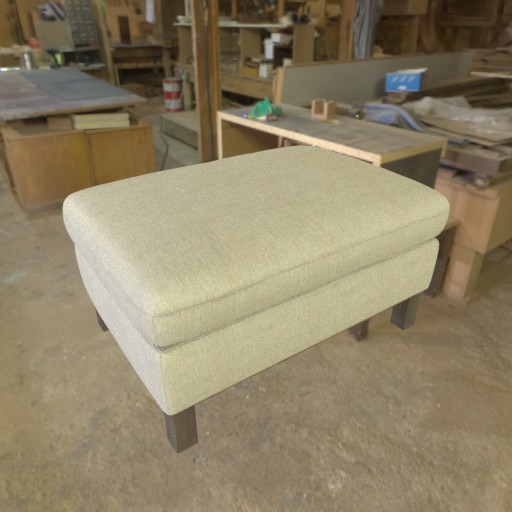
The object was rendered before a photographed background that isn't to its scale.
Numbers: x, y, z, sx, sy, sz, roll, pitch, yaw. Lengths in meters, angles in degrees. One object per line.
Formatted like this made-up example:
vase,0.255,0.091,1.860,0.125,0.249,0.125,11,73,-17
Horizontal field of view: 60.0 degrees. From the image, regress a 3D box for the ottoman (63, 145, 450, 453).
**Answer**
ottoman,0.000,0.000,1.045,0.735,0.404,0.528,-19,34,-30
